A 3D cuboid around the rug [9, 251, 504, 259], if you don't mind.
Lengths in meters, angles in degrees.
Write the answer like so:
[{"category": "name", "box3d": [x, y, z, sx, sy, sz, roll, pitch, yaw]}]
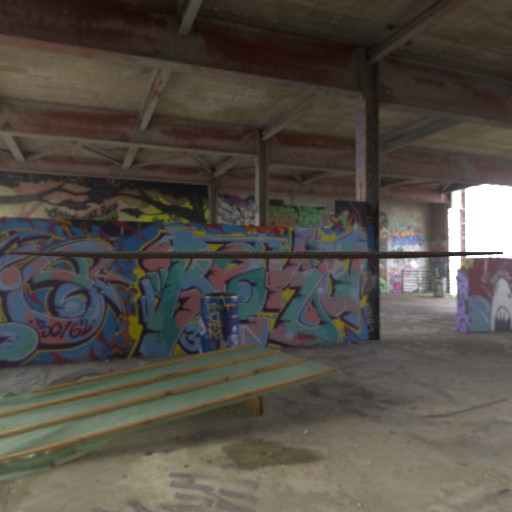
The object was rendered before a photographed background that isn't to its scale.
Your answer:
[{"category": "rug", "box3d": [0.000, 0.000, 2.937, 2.438, 0.015, 1.524, 0, -1, -1]}]
